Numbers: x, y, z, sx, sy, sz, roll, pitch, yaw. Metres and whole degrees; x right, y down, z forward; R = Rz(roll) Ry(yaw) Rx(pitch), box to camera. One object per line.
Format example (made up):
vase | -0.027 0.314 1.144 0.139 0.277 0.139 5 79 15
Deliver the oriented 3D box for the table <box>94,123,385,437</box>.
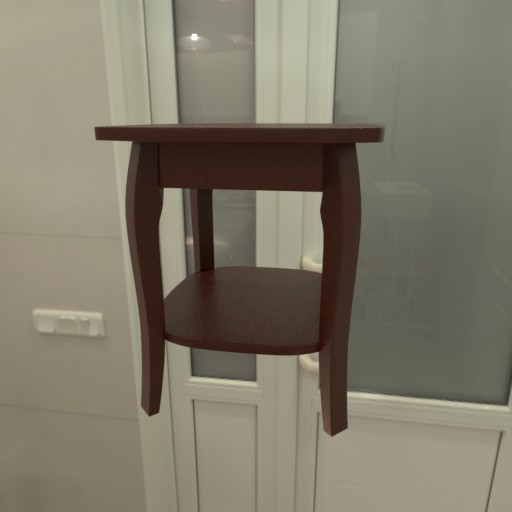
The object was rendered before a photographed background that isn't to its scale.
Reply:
table | 0.000 0.000 0.873 0.433 0.496 0.502 3 18 9
